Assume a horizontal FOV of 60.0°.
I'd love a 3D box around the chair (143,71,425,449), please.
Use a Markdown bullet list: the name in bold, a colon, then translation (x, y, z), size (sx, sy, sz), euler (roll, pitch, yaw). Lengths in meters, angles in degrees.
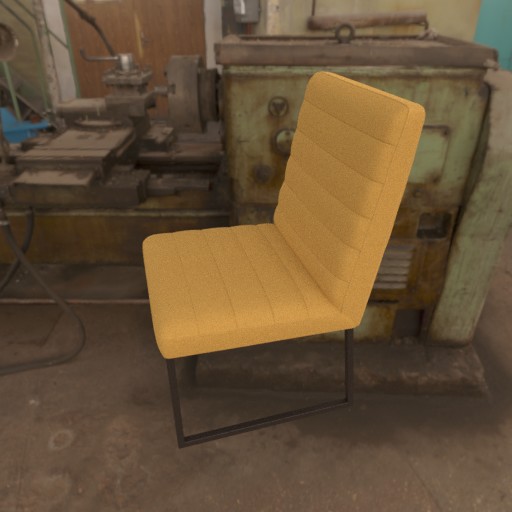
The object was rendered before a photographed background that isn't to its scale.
- **chair**: translation (0.000, 0.000, 1.299), size (0.634, 0.930, 0.520), euler (-9, 32, -14)
